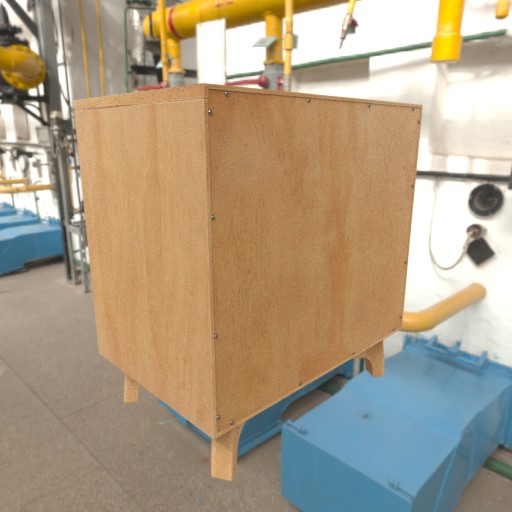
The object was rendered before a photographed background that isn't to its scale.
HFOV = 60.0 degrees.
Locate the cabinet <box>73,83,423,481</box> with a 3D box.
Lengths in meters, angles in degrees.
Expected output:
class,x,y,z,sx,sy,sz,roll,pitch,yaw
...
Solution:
class,x,y,z,sx,sy,sz,roll,pitch,yaw
cabinet,0.000,0.000,0.917,0.551,0.599,0.394,-14,21,-42
